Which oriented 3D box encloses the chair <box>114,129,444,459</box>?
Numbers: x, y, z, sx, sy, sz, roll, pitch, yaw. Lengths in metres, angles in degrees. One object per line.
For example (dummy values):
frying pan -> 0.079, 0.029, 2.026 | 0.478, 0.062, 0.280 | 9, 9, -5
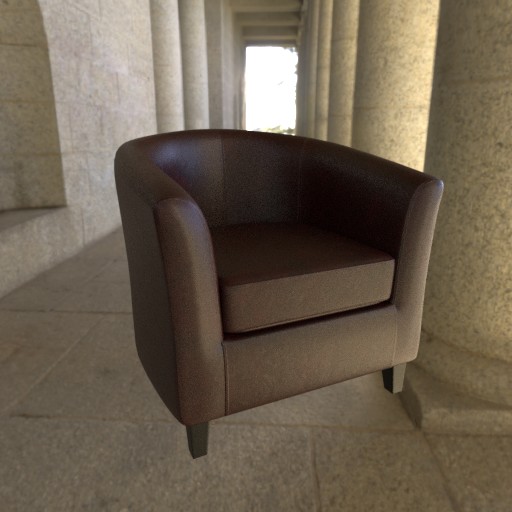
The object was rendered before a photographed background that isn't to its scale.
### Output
chair -> 0.000, 0.000, 1.378 | 0.792, 0.756, 0.727 | -8, 18, -25
